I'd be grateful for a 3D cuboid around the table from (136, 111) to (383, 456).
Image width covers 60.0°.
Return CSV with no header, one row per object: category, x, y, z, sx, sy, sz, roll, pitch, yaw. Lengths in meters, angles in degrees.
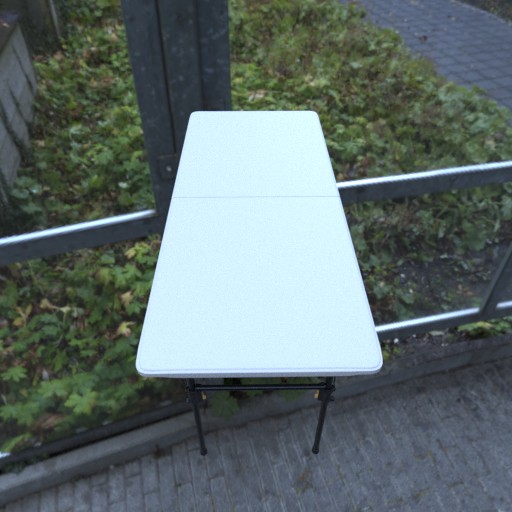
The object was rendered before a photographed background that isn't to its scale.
table,0.000,0.000,2.240,0.761,0.719,1.829,-1,42,-1
